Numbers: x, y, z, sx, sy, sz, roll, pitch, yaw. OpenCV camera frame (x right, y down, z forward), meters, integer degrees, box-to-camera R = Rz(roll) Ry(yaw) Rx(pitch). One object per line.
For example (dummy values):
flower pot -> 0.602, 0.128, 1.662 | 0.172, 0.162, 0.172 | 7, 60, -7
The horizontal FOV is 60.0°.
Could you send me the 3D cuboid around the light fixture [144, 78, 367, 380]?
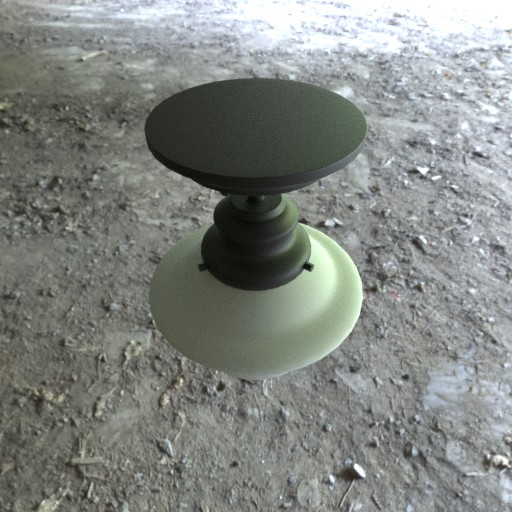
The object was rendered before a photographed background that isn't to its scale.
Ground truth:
light fixture -> 0.000, 0.000, 0.390 | 0.197, 0.254, 0.197 | 0, 42, 0
